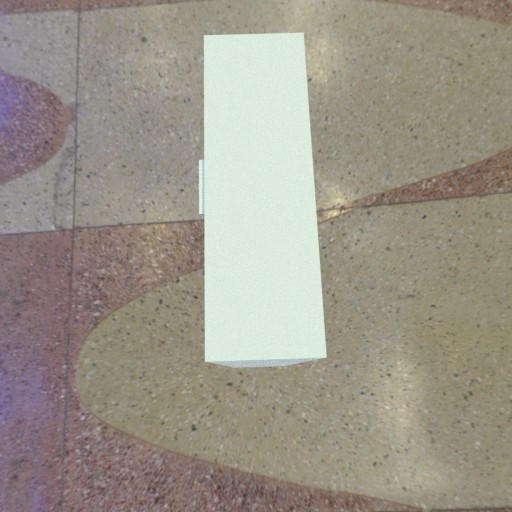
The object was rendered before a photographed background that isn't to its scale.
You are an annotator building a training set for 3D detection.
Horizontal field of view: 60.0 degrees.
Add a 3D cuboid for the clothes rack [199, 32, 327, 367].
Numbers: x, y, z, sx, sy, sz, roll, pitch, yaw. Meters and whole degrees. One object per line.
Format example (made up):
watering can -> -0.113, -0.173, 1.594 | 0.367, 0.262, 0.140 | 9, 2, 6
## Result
clothes rack -> 0.000, 0.000, 1.571 | 0.250, 1.280, 0.750 | -2, 75, 0
